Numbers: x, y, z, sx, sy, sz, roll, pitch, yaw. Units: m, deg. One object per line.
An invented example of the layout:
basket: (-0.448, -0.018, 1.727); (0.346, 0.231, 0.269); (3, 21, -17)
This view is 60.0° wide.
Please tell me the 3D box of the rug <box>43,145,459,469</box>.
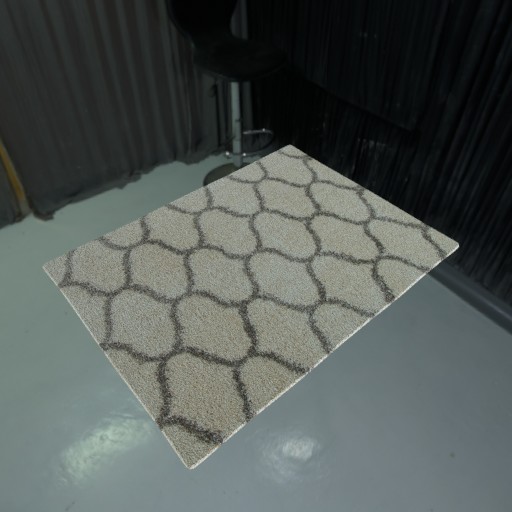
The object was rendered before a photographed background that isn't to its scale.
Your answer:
rug: (0.000, 0.000, 2.113); (1.600, 0.025, 1.200); (-32, 53, -27)
